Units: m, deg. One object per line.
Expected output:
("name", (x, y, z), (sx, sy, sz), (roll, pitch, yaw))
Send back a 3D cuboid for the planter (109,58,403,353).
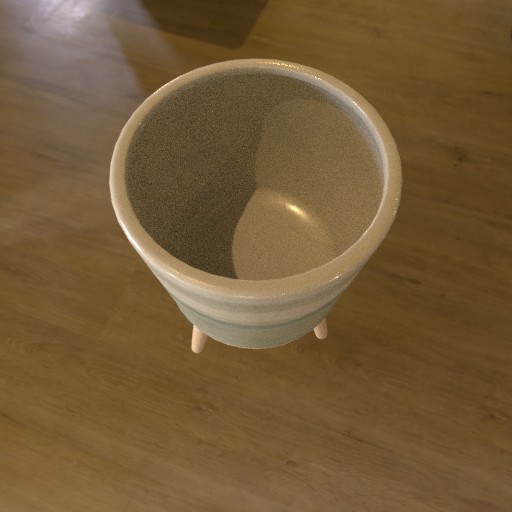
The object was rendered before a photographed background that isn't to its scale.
("planter", (0.000, 0.000, 0.582), (0.265, 0.404, 0.265), (34, 69, 15))
